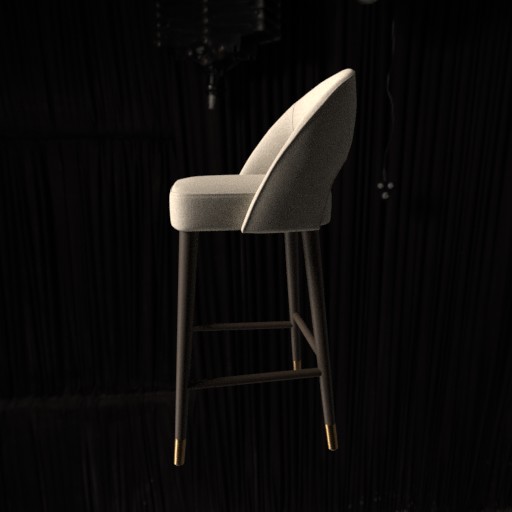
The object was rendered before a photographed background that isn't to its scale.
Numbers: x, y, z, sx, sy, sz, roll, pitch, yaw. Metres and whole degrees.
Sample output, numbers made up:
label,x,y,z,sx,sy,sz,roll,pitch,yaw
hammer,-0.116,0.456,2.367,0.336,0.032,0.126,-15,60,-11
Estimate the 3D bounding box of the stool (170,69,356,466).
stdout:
label,x,y,z,sx,sy,sz,roll,pitch,yaw
stool,0.000,0.000,1.322,0.509,1.037,0.494,-2,13,-8
